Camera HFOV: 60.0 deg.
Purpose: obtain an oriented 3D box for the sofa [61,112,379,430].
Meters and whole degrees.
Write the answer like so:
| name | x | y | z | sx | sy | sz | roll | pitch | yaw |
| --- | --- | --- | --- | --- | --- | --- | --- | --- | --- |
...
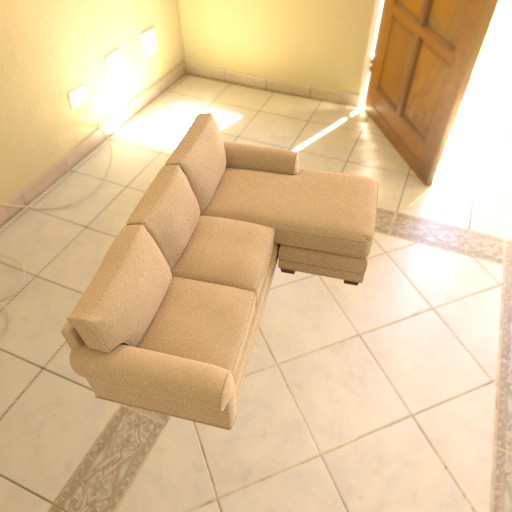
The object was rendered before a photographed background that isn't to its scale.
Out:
| name | x | y | z | sx | sy | sz | roll | pitch | yaw |
| --- | --- | --- | --- | --- | --- | --- | --- | --- | --- |
| sofa | 0.000 | 0.000 | 2.374 | 1.226 | 0.734 | 1.770 | 10 | 48 | 9 |
